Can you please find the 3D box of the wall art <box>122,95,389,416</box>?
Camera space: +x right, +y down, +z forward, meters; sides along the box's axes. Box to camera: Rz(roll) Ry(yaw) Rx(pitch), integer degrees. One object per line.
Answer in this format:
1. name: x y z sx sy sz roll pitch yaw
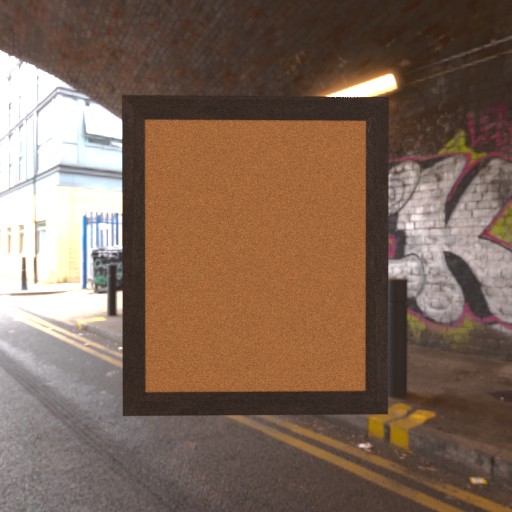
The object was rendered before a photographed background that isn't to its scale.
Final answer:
1. wall art: 0.000 0.000 0.798 0.476 0.570 0.013 0 0 -1
